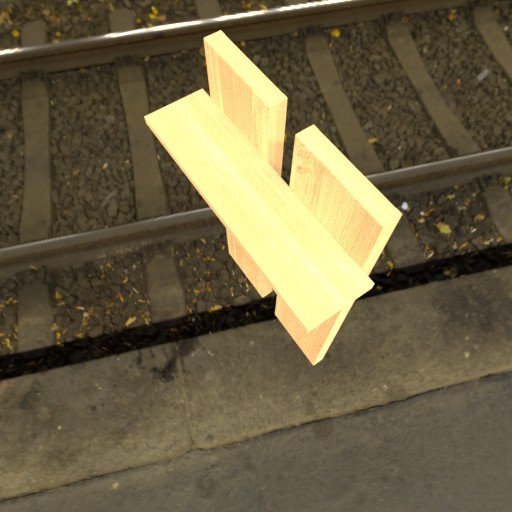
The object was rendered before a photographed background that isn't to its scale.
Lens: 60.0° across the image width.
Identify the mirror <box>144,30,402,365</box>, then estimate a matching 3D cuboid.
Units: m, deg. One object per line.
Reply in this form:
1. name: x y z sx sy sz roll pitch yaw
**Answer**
1. mirror: 0.000 0.000 1.584 0.260 1.250 0.800 -32 68 -15
